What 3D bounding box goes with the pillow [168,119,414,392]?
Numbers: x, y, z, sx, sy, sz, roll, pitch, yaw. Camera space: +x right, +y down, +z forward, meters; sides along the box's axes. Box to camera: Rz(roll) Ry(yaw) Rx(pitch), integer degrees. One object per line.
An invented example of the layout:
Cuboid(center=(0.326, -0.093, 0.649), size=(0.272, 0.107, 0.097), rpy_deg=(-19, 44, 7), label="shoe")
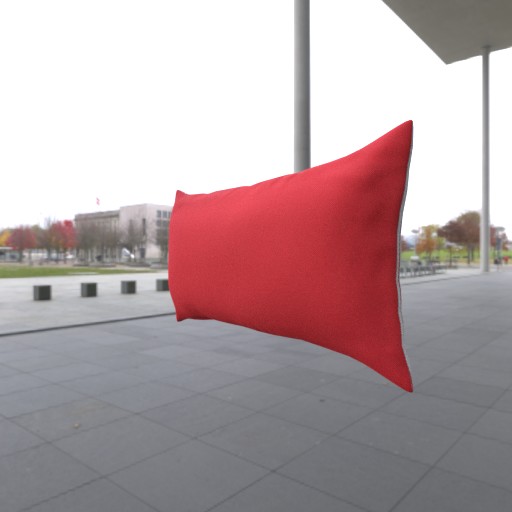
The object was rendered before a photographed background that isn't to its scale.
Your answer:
Cuboid(center=(0.000, 0.000, 0.731), size=(0.151, 0.297, 0.608), rpy_deg=(0, 0, -35), label="pillow")
